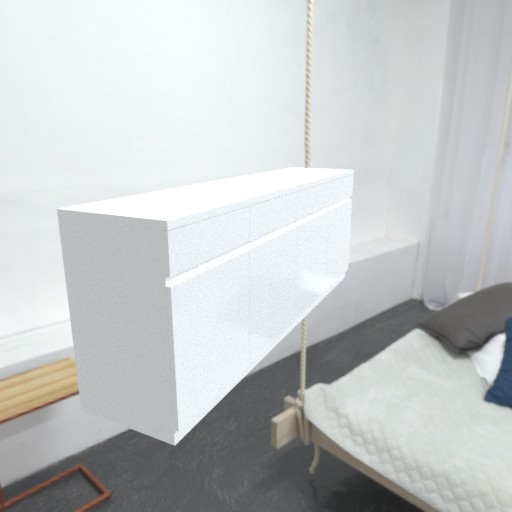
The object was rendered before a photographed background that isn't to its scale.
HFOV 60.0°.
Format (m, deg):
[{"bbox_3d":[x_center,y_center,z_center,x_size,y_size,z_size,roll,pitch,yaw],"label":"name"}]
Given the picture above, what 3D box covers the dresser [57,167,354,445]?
[{"bbox_3d":[0.000,0.000,2.556,0.500,0.840,2.200,8,17,26],"label":"dresser"}]
